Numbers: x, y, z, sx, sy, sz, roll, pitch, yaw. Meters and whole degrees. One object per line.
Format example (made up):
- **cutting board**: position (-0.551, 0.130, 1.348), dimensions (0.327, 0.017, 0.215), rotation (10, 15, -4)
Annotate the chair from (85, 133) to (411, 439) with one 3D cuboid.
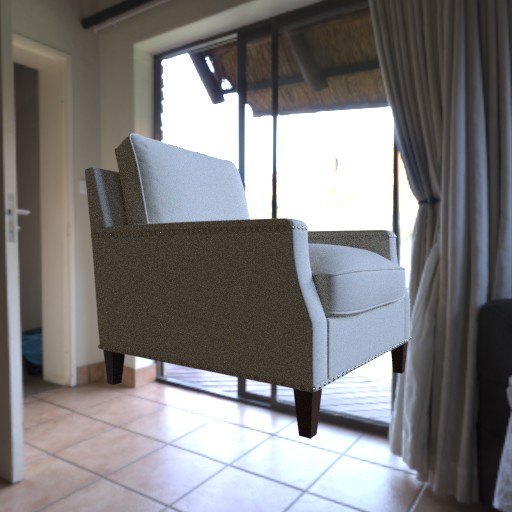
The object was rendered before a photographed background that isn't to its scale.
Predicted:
- **chair**: position (0.000, 0.000, 1.738), dimensions (1.014, 0.943, 0.853), rotation (0, 0, 35)
